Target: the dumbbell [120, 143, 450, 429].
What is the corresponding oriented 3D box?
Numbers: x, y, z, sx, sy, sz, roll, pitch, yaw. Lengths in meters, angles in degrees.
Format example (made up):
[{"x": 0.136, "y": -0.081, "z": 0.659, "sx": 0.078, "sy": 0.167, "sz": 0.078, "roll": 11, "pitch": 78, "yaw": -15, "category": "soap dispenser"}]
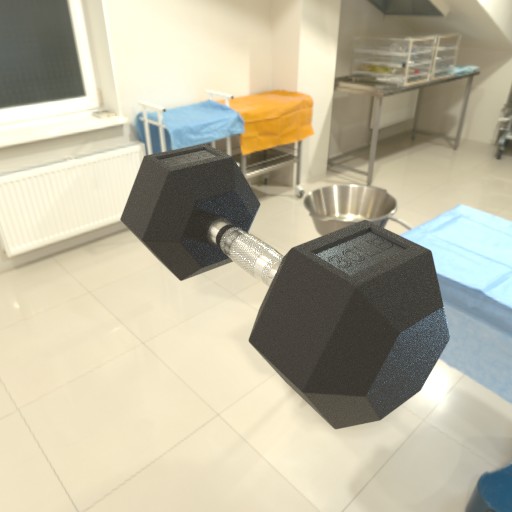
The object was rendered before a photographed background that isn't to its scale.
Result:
[{"x": 0.000, "y": 0.000, "z": 0.401, "sx": 0.142, "sy": 0.123, "sz": 0.337, "roll": -21, "pitch": 37, "yaw": -30, "category": "dumbbell"}]
